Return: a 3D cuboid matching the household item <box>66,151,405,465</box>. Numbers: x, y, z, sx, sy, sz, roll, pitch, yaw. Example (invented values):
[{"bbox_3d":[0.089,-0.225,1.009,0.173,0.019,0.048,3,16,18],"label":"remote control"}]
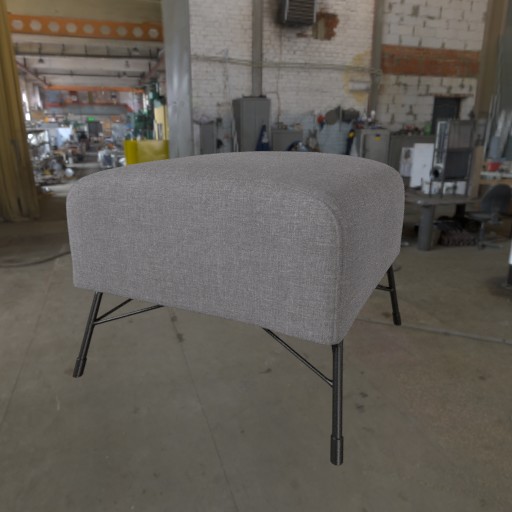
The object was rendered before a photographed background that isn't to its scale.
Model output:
[{"bbox_3d":[0.000,0.000,0.905,0.530,0.410,0.530,8,18,25],"label":"household item"}]
